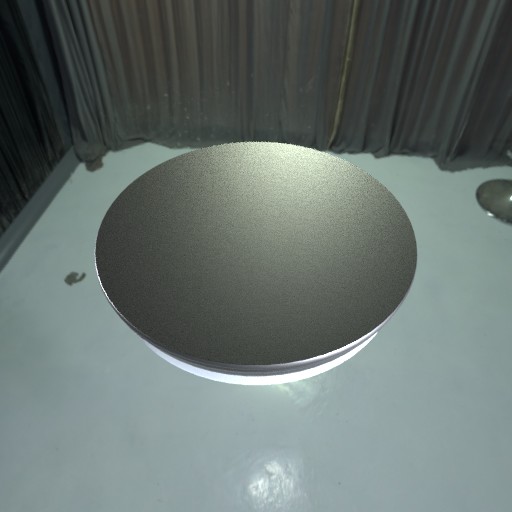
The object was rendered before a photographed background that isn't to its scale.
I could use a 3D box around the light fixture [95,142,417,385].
[{"bbox_3d":[0.000,0.000,0.554,0.368,0.100,0.368,0,46,0],"label":"light fixture"}]
